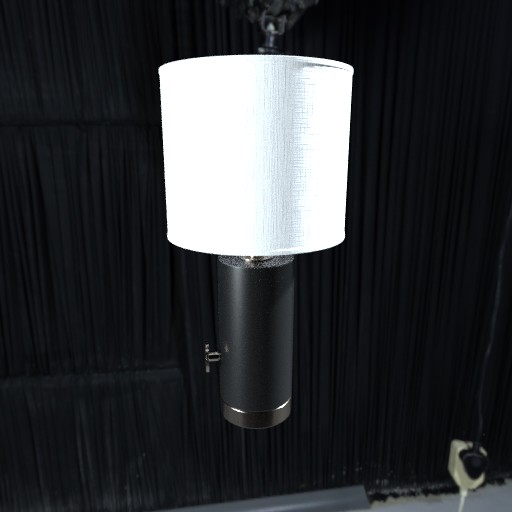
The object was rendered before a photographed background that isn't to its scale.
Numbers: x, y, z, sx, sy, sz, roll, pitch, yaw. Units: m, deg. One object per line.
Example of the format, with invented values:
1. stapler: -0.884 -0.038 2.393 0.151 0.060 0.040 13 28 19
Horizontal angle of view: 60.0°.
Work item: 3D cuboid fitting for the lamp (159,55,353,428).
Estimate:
1. lamp: 0.000 0.000 0.623 0.240 0.482 0.241 -2 15 -8
